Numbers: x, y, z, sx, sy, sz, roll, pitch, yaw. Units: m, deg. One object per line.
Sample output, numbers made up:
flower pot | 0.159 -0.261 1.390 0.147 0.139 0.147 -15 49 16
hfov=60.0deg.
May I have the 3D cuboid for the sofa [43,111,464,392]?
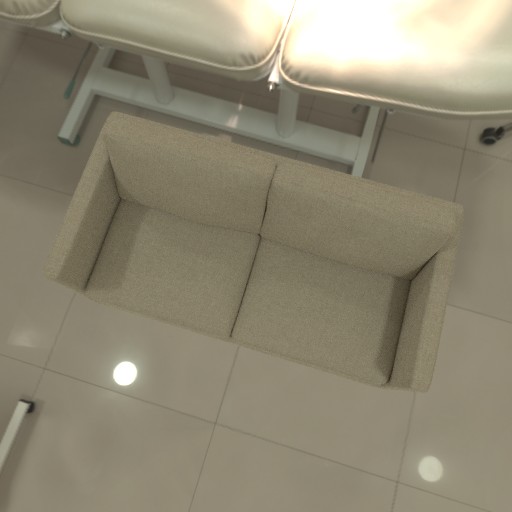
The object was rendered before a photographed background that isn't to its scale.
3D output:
sofa | 0.000 0.000 2.392 1.884 0.947 0.951 16 76 4
